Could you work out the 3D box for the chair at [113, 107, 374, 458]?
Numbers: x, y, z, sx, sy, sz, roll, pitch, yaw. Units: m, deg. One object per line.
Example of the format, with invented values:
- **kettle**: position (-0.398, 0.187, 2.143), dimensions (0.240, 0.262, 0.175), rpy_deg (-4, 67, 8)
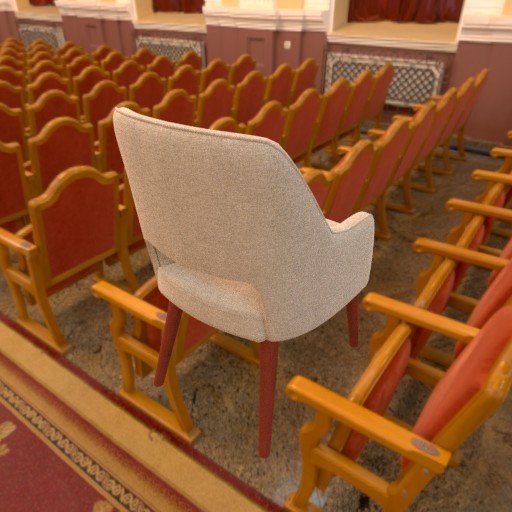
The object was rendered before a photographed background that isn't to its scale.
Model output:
- **chair**: position (0.000, 0.000, 1.221), dimensions (0.548, 0.849, 0.605), rpy_deg (21, 37, 31)
